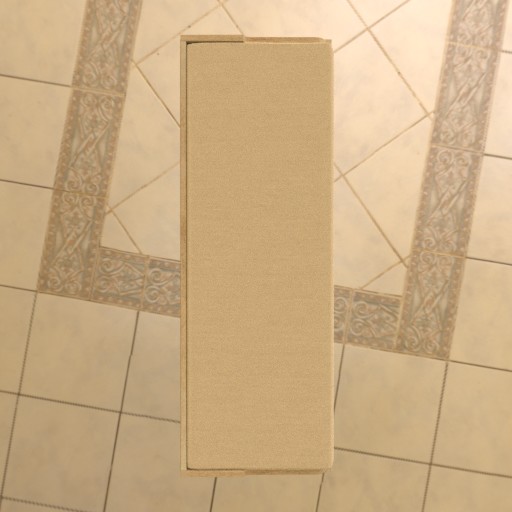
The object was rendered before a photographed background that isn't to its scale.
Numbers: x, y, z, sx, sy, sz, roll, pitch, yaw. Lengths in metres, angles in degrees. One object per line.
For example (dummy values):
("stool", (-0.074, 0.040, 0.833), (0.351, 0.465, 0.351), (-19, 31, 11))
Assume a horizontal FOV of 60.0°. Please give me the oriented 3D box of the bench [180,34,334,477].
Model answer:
("bench", (0.000, 0.000, 1.370), (0.398, 0.501, 1.140), (0, 90, 0))
